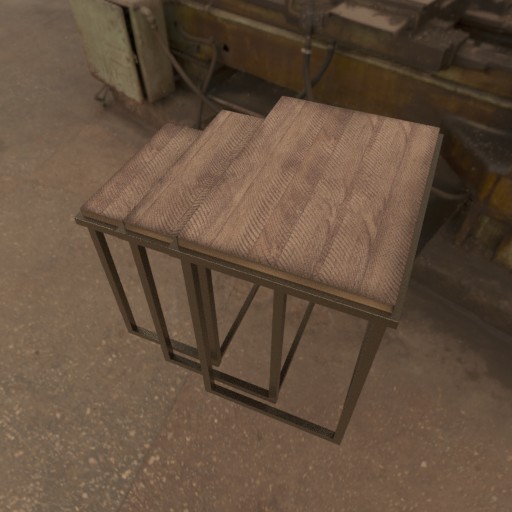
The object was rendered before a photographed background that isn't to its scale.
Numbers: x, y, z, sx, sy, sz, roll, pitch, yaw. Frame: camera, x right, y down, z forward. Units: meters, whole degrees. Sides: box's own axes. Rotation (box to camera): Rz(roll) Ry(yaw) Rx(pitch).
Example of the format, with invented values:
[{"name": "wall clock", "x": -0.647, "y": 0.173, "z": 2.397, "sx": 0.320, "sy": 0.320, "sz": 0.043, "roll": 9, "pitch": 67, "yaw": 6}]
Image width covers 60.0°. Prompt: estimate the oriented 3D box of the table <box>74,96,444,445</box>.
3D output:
[{"name": "table", "x": 0.000, "y": 0.000, "z": 1.151, "sx": 0.706, "sy": 0.610, "sz": 0.559, "roll": 17, "pitch": 50, "yaw": 15}]
